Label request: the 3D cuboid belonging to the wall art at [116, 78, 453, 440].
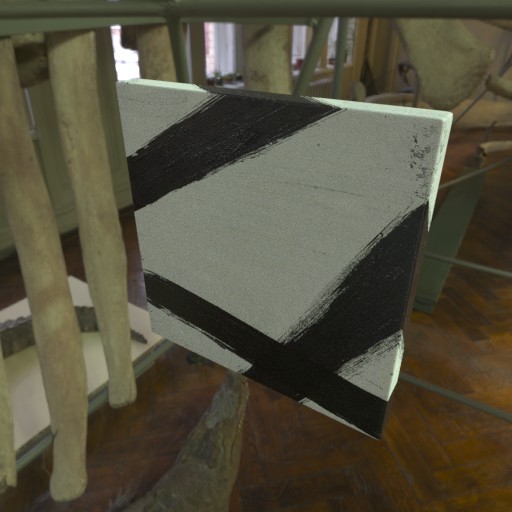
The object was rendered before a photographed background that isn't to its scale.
[{"bbox_3d":[0.000,0.000,0.729,0.507,0.508,0.050,18,34,29],"label":"wall art"}]
